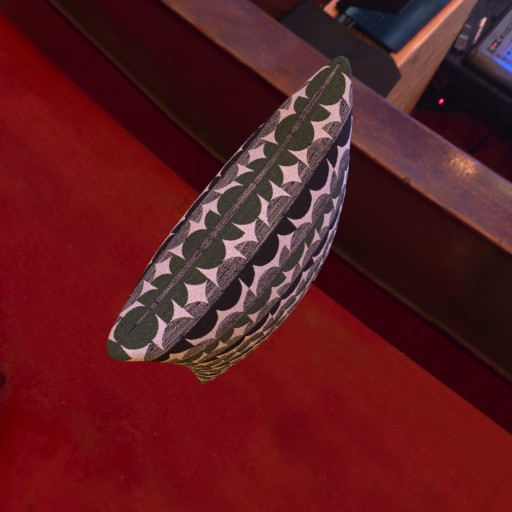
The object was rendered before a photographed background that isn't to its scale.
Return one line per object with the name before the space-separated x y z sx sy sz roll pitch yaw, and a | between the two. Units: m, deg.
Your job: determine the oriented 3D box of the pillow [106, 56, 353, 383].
pillow | 0.000 0.000 0.650 0.180 0.404 0.419 35 79 8
